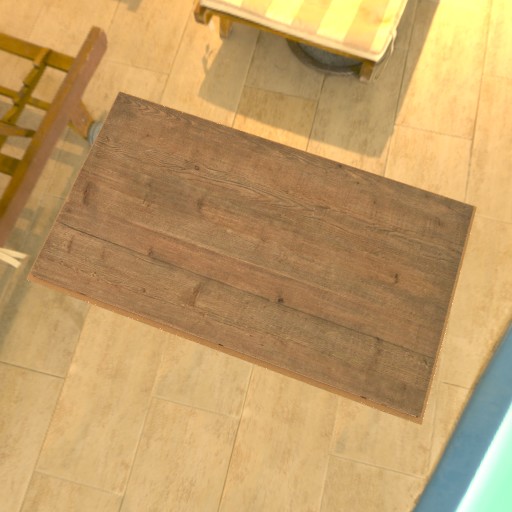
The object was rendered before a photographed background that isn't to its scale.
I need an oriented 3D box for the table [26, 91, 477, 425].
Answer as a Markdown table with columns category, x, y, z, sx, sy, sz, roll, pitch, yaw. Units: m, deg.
| category | x | y | z | sx | sy | sz | roll | pitch | yaw |
| --- | --- | --- | --- | --- | --- | --- | --- | --- | --- |
| table | 0.000 | 0.000 | 1.732 | 1.387 | 0.468 | 0.775 | 19 | 77 | 5 |
